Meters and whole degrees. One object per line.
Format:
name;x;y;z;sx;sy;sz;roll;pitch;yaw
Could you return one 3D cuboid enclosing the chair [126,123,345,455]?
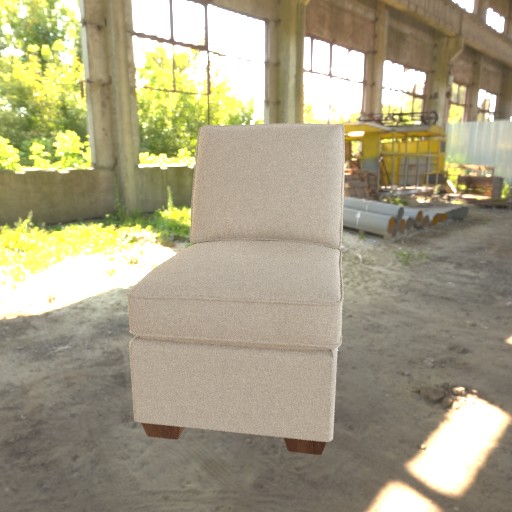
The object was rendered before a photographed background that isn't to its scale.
chair;0.000;0.000;1.610;0.621;0.970;0.938;2;13;9
